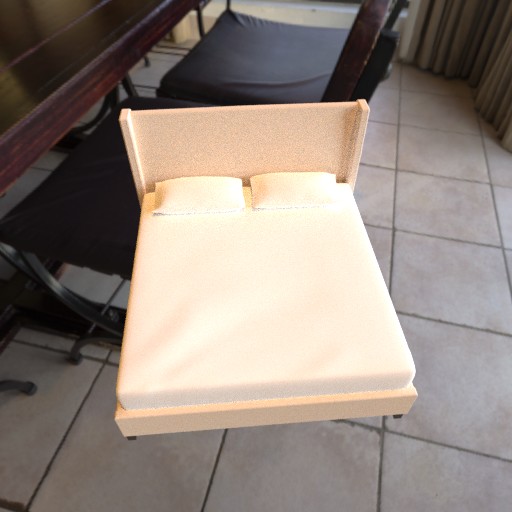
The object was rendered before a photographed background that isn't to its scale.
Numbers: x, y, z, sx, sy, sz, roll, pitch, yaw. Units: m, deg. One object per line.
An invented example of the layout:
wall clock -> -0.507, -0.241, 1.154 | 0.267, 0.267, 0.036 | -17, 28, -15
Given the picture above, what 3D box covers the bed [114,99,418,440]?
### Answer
bed -> 0.000, 0.000, 3.635 | 2.145, 1.471, 2.293 | -3, 47, -3
